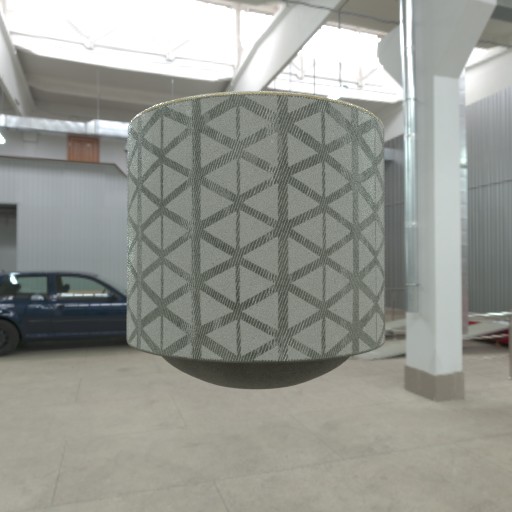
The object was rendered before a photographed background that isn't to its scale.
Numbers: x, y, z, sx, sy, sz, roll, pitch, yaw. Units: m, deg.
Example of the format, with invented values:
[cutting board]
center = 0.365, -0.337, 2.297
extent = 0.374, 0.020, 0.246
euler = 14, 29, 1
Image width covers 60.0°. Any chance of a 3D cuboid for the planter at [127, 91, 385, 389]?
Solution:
[planter]
center = 0.000, 0.000, 0.448
extent = 0.250, 0.239, 0.250
euler = 0, -1, 0
